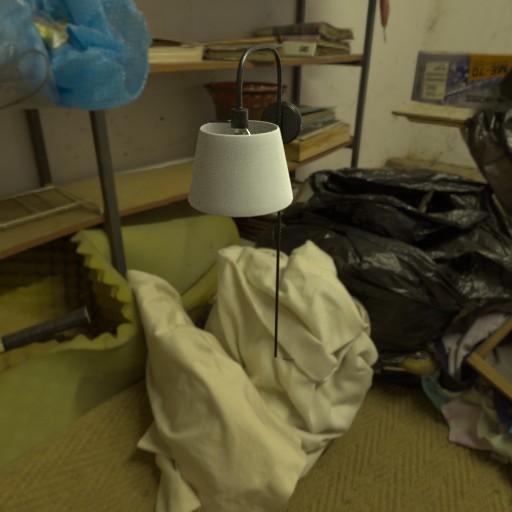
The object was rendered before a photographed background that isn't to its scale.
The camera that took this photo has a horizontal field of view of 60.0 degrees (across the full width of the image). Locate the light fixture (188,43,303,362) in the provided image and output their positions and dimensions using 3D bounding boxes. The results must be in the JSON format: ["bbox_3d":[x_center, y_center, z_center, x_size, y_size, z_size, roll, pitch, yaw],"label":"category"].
[{"bbox_3d":[0.000,0.000,0.463,0.092,0.399,0.176,9,28,17],"label":"light fixture"}]
